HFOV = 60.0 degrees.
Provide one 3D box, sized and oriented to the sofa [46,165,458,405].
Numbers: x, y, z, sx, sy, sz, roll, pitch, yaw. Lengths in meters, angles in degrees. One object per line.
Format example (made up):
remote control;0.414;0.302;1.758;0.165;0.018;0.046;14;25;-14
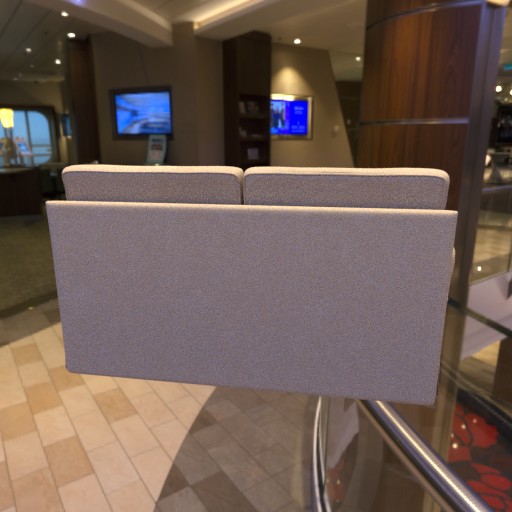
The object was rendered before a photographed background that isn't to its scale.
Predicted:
sofa;0.000;0.000;2.264;1.727;0.940;0.991;2;15;9
